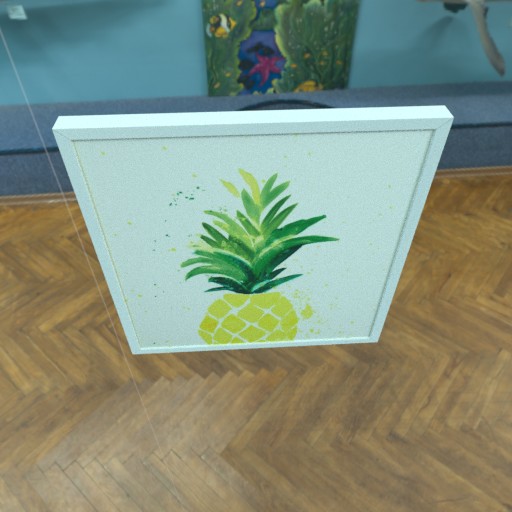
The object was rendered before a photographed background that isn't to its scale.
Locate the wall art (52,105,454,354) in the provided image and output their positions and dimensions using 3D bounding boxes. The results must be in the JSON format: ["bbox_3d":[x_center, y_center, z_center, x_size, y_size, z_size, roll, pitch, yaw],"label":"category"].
[{"bbox_3d":[0.000,0.000,0.454,0.307,0.307,0.020,-2,45,-2],"label":"wall art"}]
